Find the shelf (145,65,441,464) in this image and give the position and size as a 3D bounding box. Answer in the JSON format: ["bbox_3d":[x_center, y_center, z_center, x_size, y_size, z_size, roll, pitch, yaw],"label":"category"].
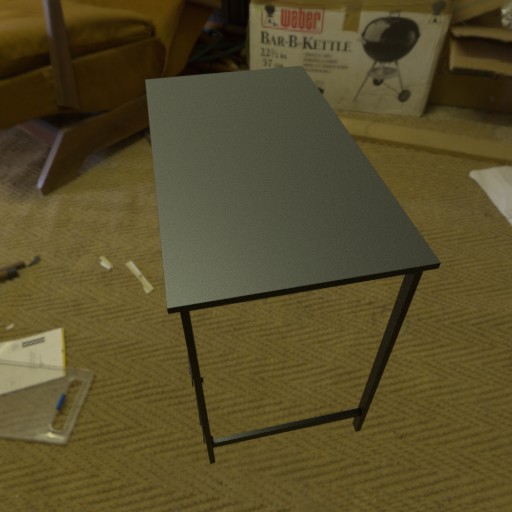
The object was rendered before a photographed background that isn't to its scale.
[{"bbox_3d":[0.000,0.000,1.348,0.498,0.749,0.902,-9,46,-9],"label":"shelf"}]
